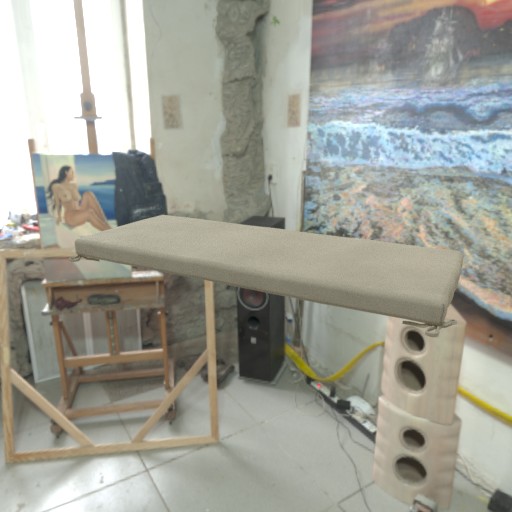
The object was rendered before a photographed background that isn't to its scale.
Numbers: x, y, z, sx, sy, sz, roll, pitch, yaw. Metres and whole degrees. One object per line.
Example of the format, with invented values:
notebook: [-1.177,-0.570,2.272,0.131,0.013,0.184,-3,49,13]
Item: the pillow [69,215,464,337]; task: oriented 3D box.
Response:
pillow: [0.000,0.000,1.378,1.187,0.081,0.492,9,19,27]
